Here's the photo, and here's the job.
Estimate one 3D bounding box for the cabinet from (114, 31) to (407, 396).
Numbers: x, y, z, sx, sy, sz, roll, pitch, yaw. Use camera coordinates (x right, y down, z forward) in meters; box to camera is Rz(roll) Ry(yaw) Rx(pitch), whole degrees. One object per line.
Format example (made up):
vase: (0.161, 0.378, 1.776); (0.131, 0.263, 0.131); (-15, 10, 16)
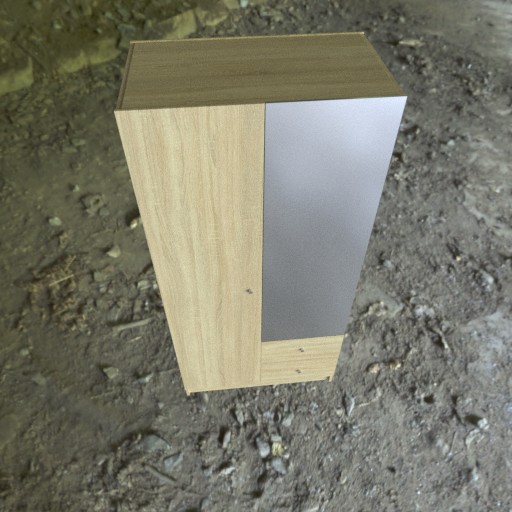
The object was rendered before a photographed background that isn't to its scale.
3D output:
cabinet: (0.000, 0.000, 2.464); (1.001, 2.121, 0.590); (-4, 47, -4)
